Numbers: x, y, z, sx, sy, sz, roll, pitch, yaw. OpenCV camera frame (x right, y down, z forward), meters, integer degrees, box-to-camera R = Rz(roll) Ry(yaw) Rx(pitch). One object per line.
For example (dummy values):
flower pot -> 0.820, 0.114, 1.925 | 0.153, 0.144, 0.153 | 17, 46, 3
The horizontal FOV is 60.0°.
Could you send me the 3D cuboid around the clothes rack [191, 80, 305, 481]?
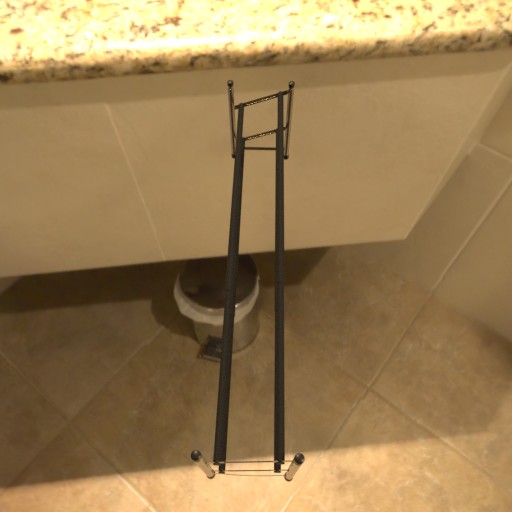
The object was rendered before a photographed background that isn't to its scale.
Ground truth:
clothes rack -> 0.000, 0.000, 1.321 | 0.229, 0.349, 1.168 | 1, 58, 1
